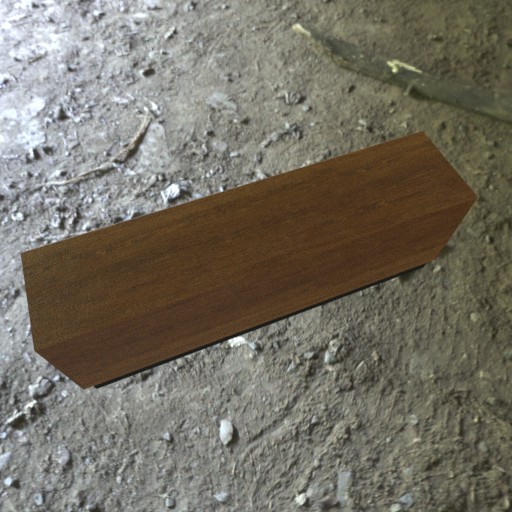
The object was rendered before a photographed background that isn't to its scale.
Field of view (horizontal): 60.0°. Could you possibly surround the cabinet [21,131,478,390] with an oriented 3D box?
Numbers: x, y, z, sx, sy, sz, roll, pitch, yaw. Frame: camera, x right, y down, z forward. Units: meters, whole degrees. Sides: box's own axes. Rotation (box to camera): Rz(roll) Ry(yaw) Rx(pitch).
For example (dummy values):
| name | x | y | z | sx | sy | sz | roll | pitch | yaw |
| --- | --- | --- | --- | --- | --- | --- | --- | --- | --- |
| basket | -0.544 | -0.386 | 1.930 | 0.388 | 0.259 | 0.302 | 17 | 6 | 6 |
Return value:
| name | x | y | z | sx | sy | sz | roll | pitch | yaw |
| --- | --- | --- | --- | --- | --- | --- | --- | --- | --- |
| cabinet | 0.000 | 0.000 | 1.805 | 1.600 | 0.510 | 0.419 | -19 | 60 | -11 |
